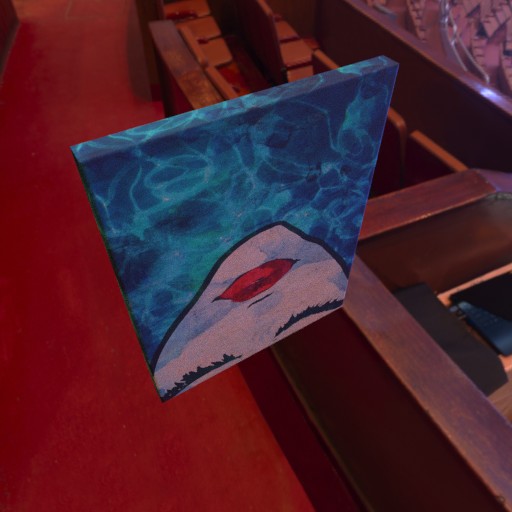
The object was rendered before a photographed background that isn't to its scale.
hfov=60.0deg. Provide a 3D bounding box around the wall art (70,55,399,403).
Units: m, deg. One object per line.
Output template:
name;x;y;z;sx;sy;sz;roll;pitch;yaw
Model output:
wall art;0.000;0.000;0.849;0.508;0.635;0.038;-24;51;-21
